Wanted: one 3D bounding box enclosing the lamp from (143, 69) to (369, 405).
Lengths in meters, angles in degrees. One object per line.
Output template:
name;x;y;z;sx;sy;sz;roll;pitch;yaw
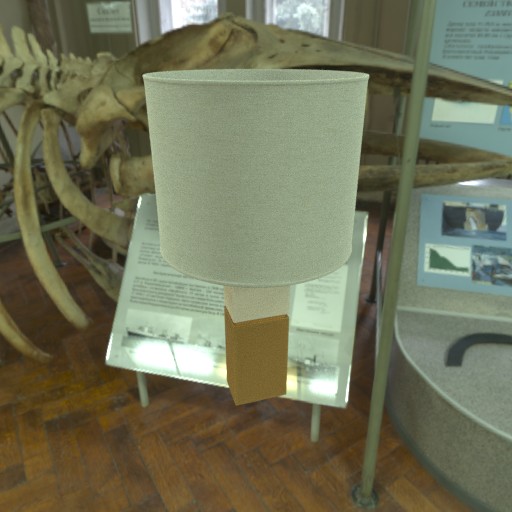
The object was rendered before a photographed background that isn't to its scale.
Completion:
lamp;0.000;0.000;0.548;0.229;0.417;0.229;-7;26;-16
